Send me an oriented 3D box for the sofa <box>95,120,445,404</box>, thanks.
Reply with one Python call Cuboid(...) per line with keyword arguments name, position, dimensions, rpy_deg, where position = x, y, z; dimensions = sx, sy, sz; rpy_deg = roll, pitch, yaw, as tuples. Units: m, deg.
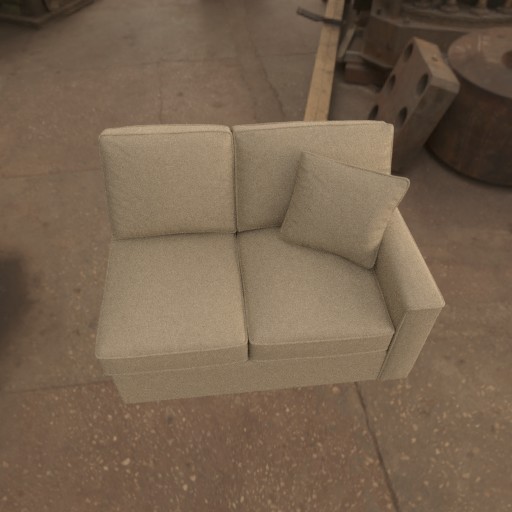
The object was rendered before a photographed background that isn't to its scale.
Cuboid(name="sofa", position=(0.000, 0.000, 2.092), dimensions=(1.388, 0.989, 0.991), rpy_deg=(-4, 47, -4))
